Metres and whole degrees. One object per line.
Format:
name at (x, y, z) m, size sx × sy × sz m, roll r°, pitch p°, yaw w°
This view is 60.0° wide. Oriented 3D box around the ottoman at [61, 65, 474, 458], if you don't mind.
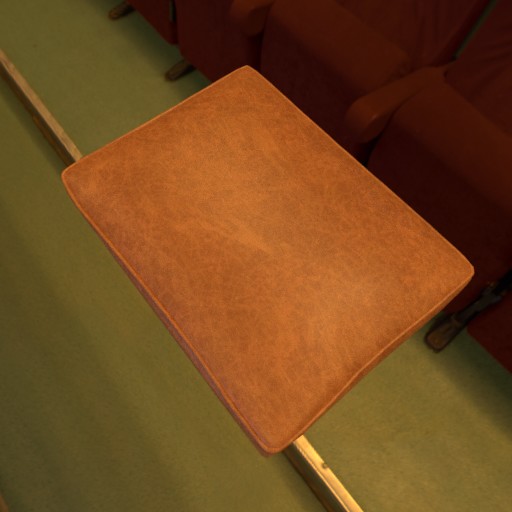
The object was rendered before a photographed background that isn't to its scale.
ottoman at (0.000, 0.000, 1.090) m, size 0.554 × 0.468 × 0.756 m, roll -36°, pitch 70°, yaw -16°
